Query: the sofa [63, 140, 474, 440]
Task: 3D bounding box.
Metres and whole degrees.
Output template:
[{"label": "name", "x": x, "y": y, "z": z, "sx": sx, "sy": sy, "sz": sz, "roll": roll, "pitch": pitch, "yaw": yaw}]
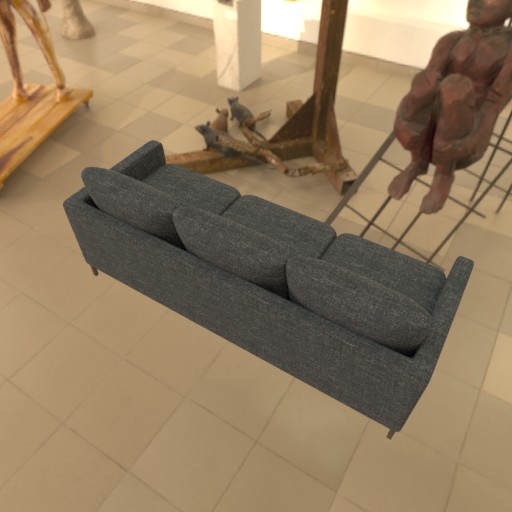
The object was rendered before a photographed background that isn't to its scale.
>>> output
[{"label": "sofa", "x": 0.000, "y": 0.000, "z": 2.647, "sx": 2.218, "sy": 0.874, "sz": 0.859, "roll": 24, "pitch": 51, "yaw": 21}]
